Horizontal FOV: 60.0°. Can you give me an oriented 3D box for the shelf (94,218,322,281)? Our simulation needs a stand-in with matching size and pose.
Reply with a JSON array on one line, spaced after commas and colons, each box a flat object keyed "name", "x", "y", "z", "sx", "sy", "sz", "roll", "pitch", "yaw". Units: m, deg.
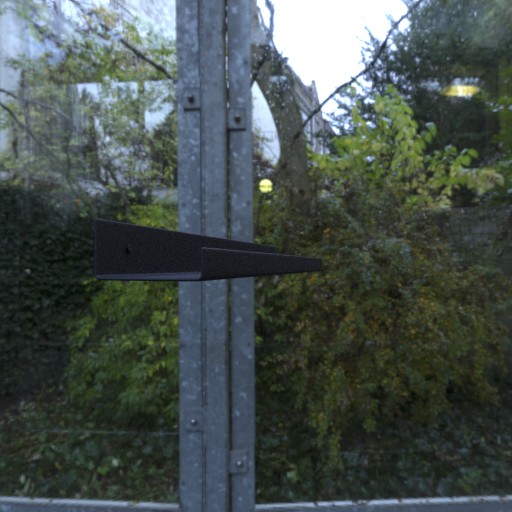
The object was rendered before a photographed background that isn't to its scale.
[{"name": "shelf", "x": 0.000, "y": 0.000, "z": 0.650, "sx": 0.102, "sy": 0.053, "sz": 0.605, "roll": 0, "pitch": -1, "yaw": 17}]
